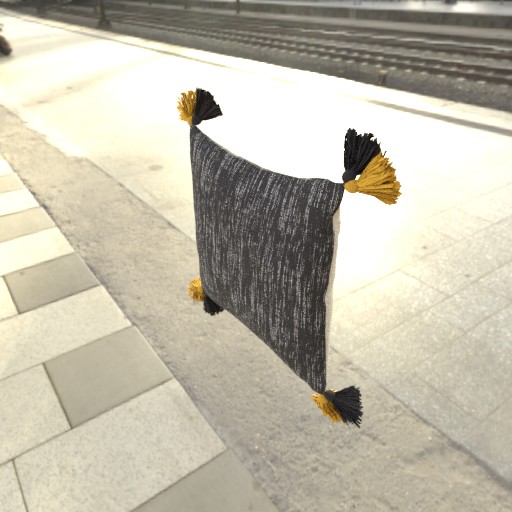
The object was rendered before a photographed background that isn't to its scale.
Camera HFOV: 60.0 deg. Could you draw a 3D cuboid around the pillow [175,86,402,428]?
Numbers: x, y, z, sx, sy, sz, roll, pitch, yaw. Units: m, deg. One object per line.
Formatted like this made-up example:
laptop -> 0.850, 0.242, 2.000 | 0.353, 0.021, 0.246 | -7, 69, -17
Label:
pillow -> 0.000, 0.000, 0.989 | 0.139, 0.659, 0.654 | -23, 38, -32
